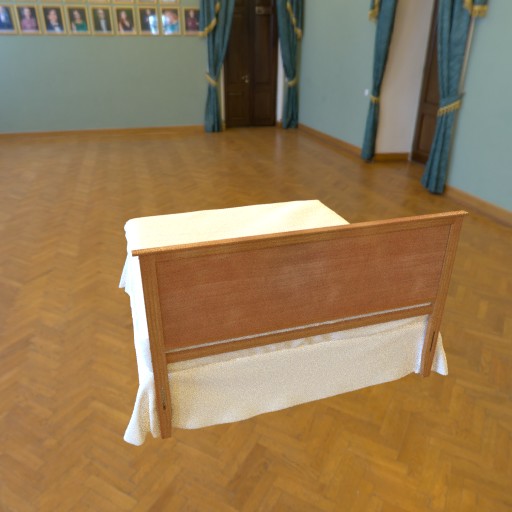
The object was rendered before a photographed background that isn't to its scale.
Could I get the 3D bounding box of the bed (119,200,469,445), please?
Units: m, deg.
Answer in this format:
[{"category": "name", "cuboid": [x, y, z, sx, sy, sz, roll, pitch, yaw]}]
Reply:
[{"category": "bed", "cuboid": [0.000, 0.000, 3.629, 2.317, 1.270, 2.215, -8, 26, -16]}]
